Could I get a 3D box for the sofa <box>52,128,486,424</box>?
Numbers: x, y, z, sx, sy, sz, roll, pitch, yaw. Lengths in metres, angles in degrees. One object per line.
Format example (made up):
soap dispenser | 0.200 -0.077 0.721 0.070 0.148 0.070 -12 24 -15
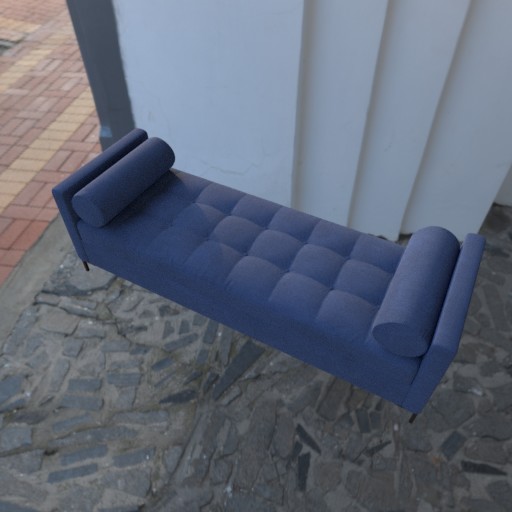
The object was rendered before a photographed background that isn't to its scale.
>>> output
sofa | 0.000 0.000 2.309 1.981 0.635 0.686 21 50 19
